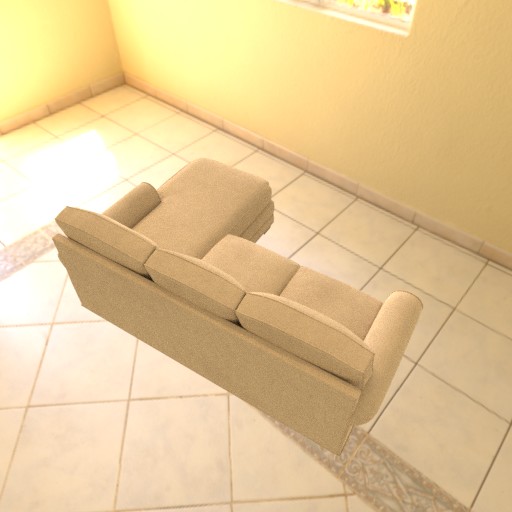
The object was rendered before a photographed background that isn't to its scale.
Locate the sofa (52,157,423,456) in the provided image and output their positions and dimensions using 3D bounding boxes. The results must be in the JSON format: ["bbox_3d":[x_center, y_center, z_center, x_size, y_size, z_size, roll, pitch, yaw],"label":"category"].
[{"bbox_3d":[0.000,0.000,2.416,1.770,0.734,1.226,24,51,21],"label":"sofa"}]
